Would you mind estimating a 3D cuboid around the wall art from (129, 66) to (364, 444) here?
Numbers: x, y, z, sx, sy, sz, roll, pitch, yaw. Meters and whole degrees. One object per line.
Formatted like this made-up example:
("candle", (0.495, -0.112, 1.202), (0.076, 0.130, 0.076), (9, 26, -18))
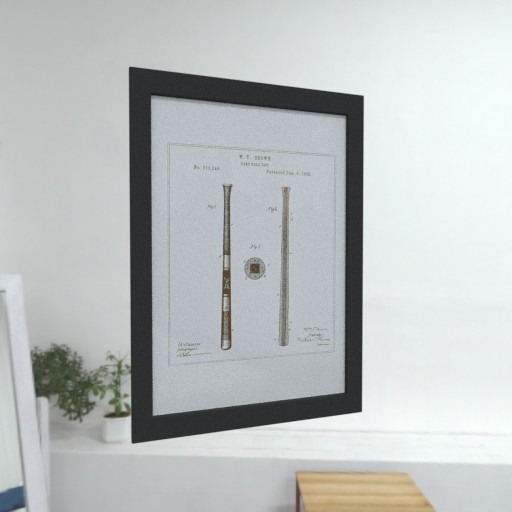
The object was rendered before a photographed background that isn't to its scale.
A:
("wall art", (0.000, 0.000, 0.685), (0.374, 0.529, 0.012), (0, 1, -19))
